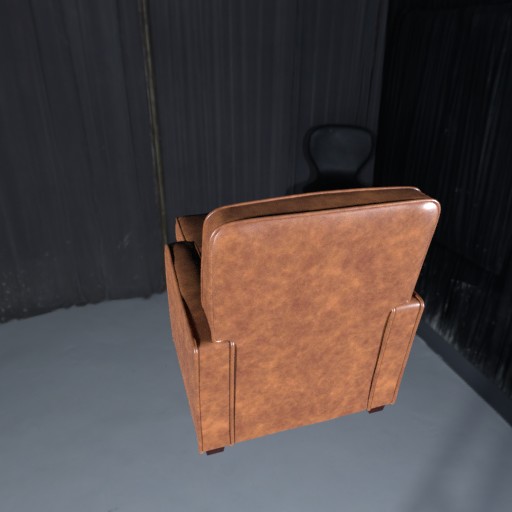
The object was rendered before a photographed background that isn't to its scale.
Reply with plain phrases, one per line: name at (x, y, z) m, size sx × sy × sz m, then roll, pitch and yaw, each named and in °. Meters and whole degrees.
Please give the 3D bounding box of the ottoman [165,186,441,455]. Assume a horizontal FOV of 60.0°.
ottoman at (0.000, 0.000, 1.827) m, size 0.732 × 0.904 × 1.314 m, roll -8°, pitch 28°, yaw -16°
